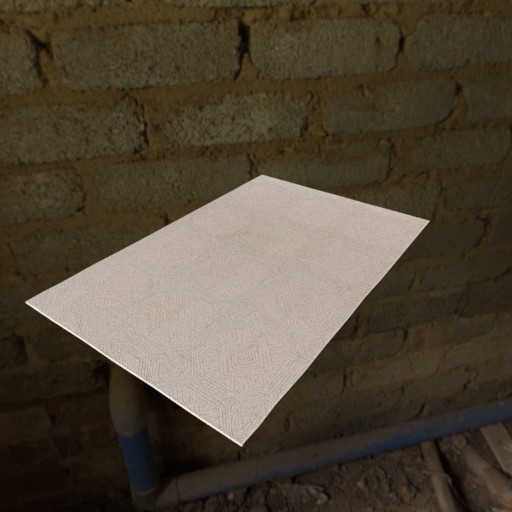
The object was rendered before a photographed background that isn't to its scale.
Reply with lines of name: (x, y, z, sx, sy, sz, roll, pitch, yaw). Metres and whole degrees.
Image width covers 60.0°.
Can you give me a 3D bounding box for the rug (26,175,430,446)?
rug: (0.000, 0.000, 2.310, 1.236, 0.009, 1.839, 21, 38, 30)
